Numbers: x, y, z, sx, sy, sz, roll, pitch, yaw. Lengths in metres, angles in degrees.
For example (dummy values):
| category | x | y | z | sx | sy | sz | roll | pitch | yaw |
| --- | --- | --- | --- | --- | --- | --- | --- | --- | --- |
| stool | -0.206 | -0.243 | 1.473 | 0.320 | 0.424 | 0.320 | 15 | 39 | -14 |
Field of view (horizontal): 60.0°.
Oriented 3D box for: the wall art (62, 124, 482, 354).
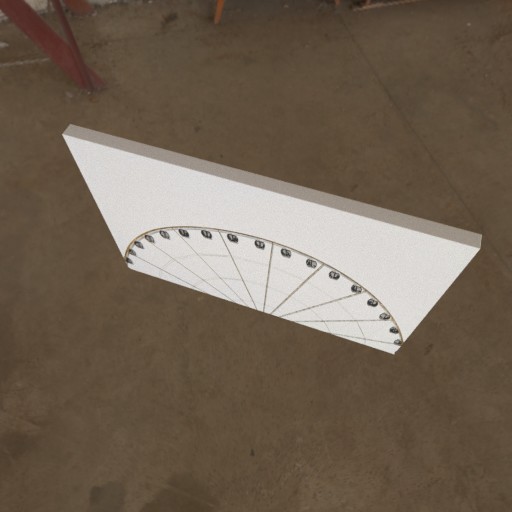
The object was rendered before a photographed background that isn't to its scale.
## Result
| category | x | y | z | sx | sy | sz | roll | pitch | yaw |
| --- | --- | --- | --- | --- | --- | --- | --- | --- | --- |
| wall art | 0.000 | 0.000 | 1.168 | 0.898 | 0.601 | 0.038 | 17 | 60 | 10 |
